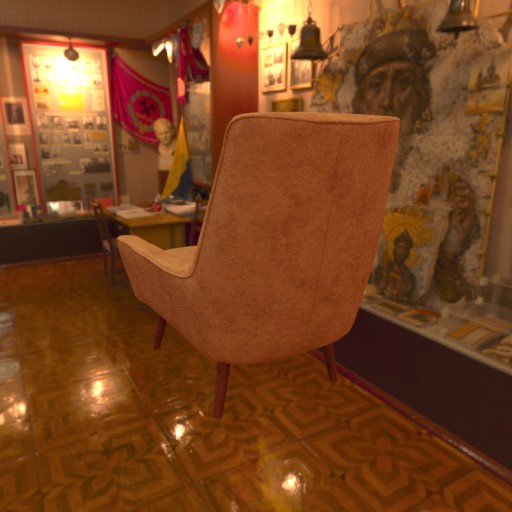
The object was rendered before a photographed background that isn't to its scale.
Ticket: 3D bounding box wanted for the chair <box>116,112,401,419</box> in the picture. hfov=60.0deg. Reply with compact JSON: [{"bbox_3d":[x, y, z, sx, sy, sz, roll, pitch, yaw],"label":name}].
[{"bbox_3d":[0.000,0.000,1.485,0.753,0.883,0.851,-8,17,-28],"label":"chair"}]
